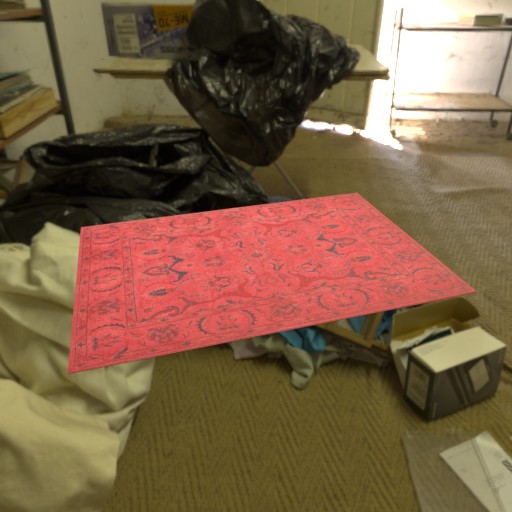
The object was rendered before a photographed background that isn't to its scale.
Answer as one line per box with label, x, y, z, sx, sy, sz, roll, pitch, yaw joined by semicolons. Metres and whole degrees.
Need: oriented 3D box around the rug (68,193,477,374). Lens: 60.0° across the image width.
rug;0.000;0.000;2.358;1.814;0.008;1.209;-9;33;-14
